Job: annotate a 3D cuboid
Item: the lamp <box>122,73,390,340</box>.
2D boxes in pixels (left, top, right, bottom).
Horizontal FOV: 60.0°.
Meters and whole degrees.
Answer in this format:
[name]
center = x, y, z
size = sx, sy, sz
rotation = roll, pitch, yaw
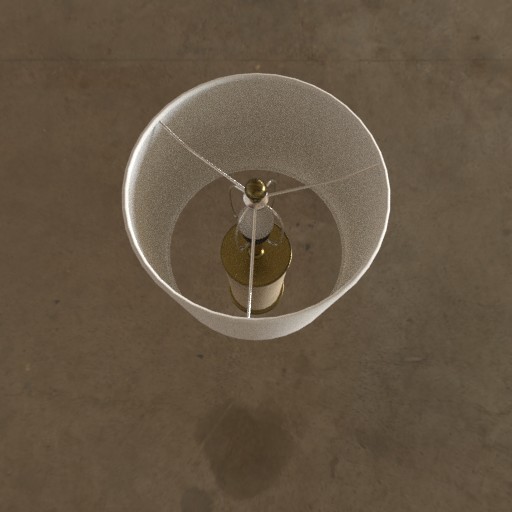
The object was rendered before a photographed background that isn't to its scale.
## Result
[lamp]
center = 0.000, 0.000, 0.798
size = 0.305, 0.634, 0.305
rotation = 35, 78, 8
